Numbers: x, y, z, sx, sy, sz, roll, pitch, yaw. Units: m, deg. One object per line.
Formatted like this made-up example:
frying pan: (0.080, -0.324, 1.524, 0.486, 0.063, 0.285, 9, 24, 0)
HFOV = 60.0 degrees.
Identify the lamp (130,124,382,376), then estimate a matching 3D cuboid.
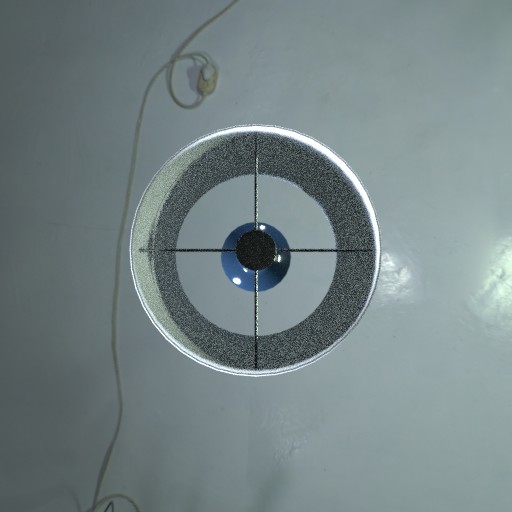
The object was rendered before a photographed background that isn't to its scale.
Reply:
lamp: (0.000, 0.000, 0.592, 0.207, 0.461, 0.207, 0, 89, 0)
